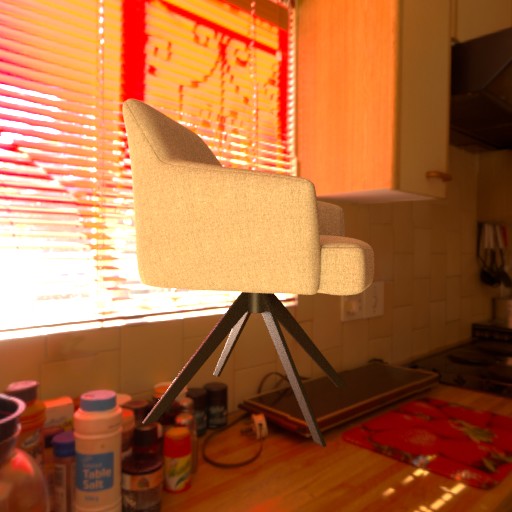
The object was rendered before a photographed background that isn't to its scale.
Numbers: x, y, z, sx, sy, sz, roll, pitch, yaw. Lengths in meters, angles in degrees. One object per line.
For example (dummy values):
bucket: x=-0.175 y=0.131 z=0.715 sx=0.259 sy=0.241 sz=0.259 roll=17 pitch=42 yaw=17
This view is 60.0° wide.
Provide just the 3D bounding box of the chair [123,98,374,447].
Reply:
chair: x=0.000 y=0.000 z=1.323 sx=0.677 sy=0.874 sz=0.642 roll=0 pitch=0 yaw=17
